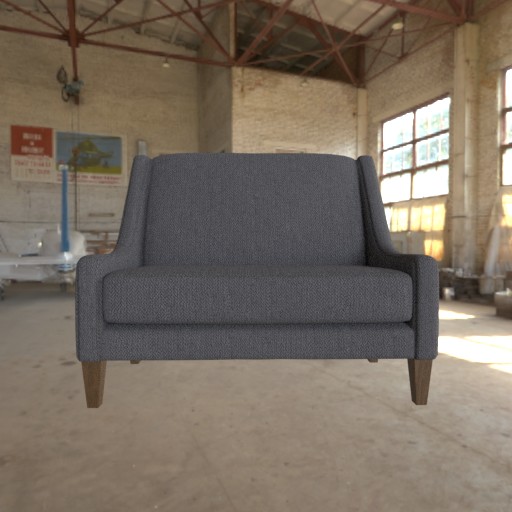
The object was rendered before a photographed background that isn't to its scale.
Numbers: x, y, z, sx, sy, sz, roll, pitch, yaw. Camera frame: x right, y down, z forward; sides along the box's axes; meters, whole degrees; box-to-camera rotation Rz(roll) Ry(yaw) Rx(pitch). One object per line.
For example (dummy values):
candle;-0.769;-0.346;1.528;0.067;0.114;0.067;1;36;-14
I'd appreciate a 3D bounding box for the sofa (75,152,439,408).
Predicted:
sofa;0.000;0.000;1.891;1.242;1.022;0.873;0;1;-1
